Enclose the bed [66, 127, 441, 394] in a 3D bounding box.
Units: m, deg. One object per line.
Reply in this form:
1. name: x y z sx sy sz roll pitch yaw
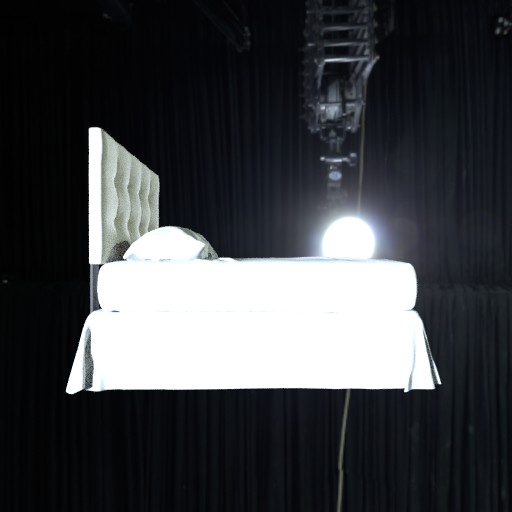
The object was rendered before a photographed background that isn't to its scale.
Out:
1. bed: 0.000 0.000 3.506 2.222 1.577 1.936 0 0 -1
